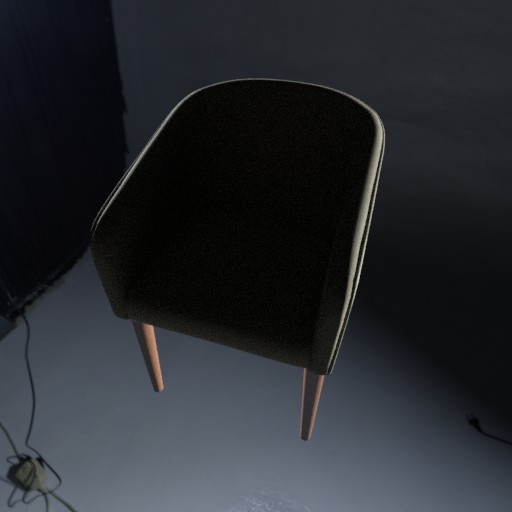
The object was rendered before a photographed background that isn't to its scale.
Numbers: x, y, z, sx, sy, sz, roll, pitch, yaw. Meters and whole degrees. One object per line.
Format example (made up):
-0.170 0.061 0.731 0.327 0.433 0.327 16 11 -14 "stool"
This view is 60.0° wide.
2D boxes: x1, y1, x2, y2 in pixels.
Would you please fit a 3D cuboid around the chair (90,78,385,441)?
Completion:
0.000 0.000 1.233 0.584 0.775 0.616 13 42 15 "chair"
